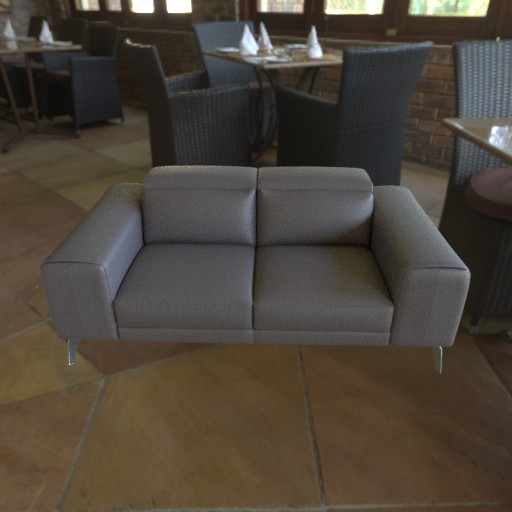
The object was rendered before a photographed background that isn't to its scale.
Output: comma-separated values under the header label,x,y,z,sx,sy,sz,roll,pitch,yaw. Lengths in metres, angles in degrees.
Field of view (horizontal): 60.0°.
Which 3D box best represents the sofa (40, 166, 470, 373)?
label,x,y,z,sx,sy,sz,roll,pitch,yaw
sofa,0.000,0.000,2.472,1.930,0.753,1.024,1,30,1
